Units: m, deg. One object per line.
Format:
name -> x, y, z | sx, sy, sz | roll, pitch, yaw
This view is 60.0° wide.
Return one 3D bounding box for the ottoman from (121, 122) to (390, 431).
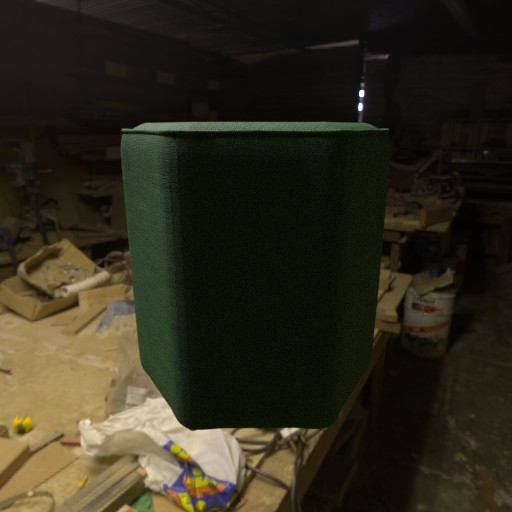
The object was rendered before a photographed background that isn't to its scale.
ottoman -> 0.000, 0.000, 0.882 | 0.444, 0.507, 0.499 | 9, 18, 28
